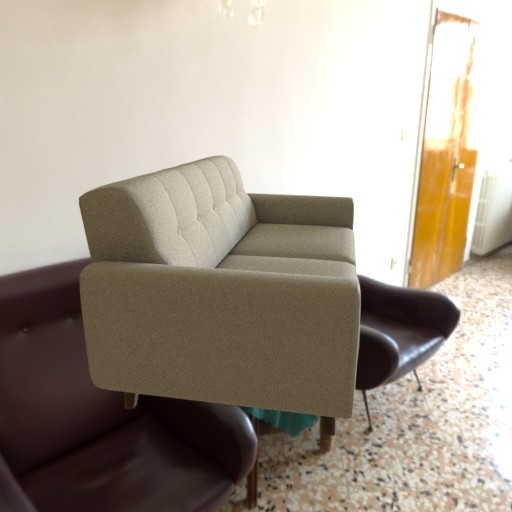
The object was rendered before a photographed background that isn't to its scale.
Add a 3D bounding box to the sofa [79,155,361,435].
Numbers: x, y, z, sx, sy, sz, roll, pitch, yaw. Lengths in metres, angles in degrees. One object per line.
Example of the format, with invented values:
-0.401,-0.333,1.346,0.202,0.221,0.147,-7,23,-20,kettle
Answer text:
0.000,0.000,2.199,0.980,0.892,1.655,3,17,11,sofa
